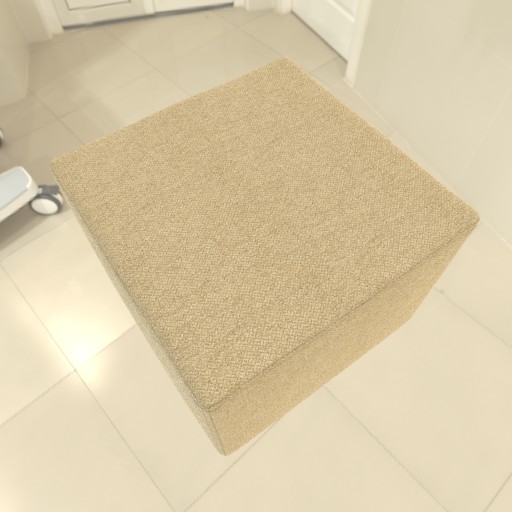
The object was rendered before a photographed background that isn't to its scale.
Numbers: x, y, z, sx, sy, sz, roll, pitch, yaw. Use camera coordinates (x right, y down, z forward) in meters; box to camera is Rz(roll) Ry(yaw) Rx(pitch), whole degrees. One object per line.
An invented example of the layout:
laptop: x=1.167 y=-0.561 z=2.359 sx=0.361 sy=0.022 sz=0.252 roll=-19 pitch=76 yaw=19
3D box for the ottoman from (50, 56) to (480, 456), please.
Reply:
ottoman: x=0.000 y=0.000 z=0.862 sx=0.508 sy=0.432 sz=0.508 roll=-31 pitch=63 yaw=-18
